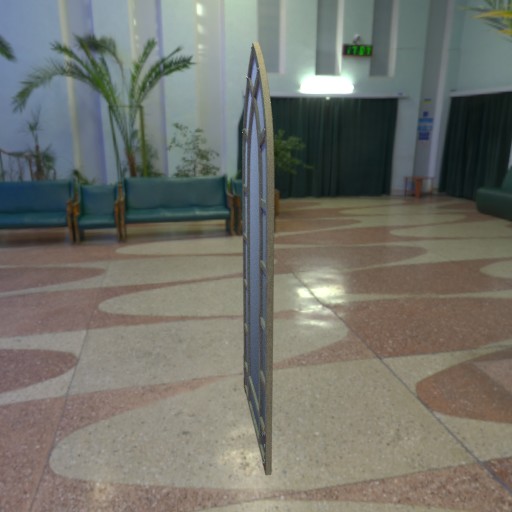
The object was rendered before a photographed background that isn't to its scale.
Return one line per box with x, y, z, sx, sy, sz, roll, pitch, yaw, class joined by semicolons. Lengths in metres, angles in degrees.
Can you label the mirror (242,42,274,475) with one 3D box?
0.000;0.000;1.332;0.025;1.175;0.464;-3;16;-9;mirror
